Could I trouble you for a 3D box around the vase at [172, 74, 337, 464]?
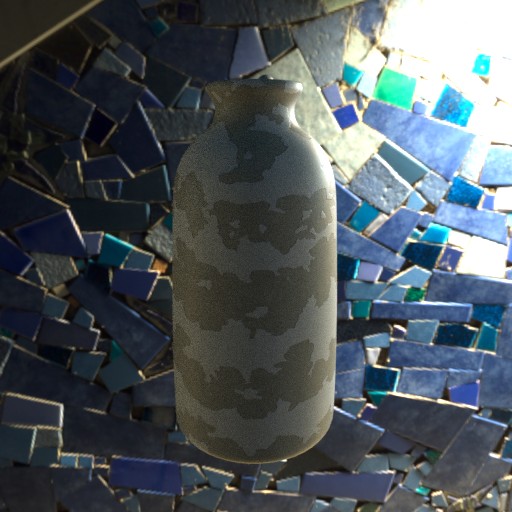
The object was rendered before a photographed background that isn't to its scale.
[{"bbox_3d":[0.000,0.000,0.486,0.186,0.382,0.203,3,17,10],"label":"vase"}]
